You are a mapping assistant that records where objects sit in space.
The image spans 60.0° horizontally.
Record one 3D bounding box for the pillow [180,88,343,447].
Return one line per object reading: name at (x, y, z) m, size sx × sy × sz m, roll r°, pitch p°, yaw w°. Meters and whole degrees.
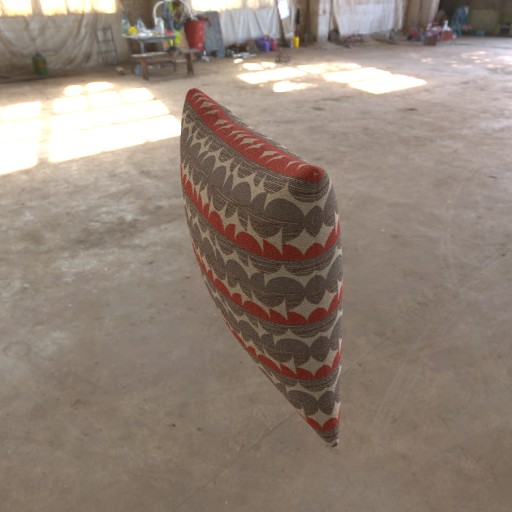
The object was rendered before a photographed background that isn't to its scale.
pillow at (0.000, 0.000, 0.658) m, size 0.180 × 0.410 × 0.420 m, roll -12°, pitch 33°, yaw -19°
